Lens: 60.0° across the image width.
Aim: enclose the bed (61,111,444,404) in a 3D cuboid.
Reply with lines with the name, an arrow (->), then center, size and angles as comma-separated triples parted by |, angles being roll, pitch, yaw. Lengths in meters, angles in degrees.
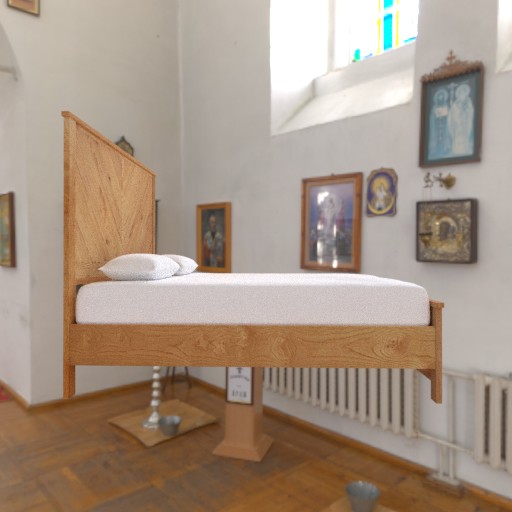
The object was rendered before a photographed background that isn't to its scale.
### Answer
bed -> 0.000, 0.000, 4.036 | 2.530, 1.938, 2.225 | 0, 0, 2
